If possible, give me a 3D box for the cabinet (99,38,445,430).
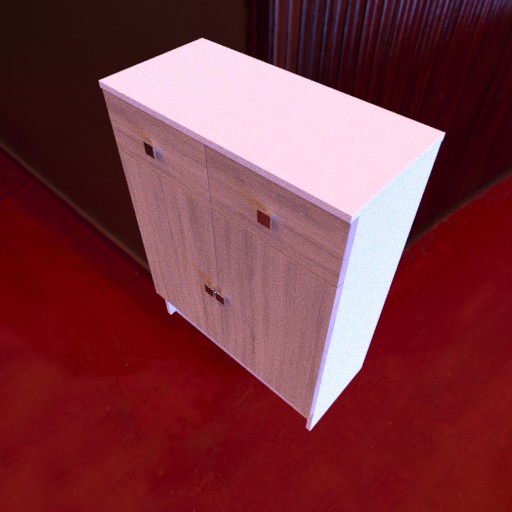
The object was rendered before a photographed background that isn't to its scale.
[{"bbox_3d":[0.000,0.000,1.115,0.600,0.815,0.296,33,56,27],"label":"cabinet"}]
